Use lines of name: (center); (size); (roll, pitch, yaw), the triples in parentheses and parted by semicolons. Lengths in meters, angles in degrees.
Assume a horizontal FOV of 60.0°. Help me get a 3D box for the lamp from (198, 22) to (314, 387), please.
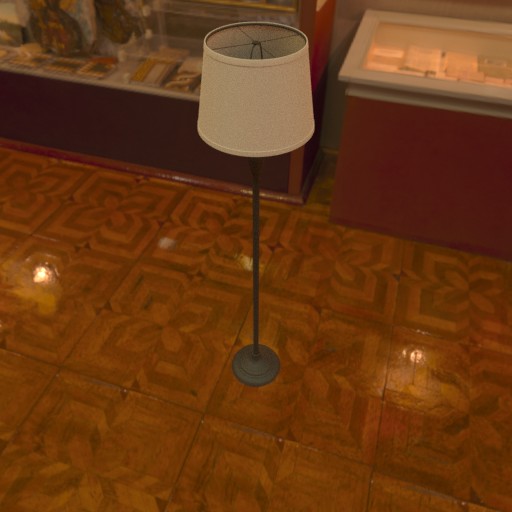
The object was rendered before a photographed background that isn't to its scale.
lamp: (0.000, 0.000, 1.618); (0.327, 1.506, 0.327); (15, 47, 14)
